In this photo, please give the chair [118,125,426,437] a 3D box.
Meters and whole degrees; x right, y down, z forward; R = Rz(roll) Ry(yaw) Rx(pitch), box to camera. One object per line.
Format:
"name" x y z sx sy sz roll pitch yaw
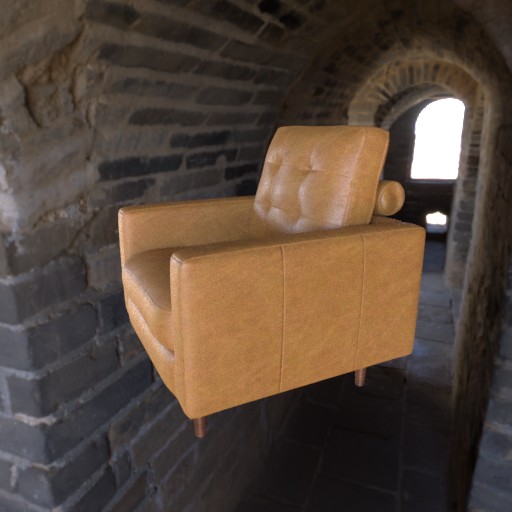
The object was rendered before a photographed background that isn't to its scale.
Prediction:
"chair" 0.000 0.000 1.583 0.868 0.896 0.831 -8 18 -26
